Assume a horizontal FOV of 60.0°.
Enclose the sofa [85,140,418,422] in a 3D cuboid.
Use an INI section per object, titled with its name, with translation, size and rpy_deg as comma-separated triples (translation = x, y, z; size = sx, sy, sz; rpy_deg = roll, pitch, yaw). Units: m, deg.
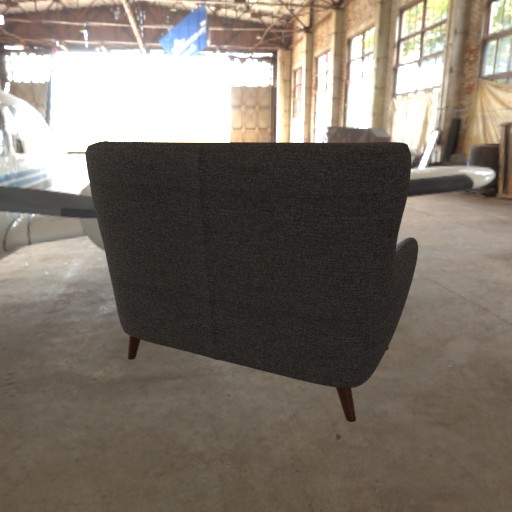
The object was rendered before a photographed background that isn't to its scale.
[sofa]
translation = 0.000, 0.000, 2.041
size = 1.358, 1.028, 0.874
rpy_deg = 7, 17, 26
